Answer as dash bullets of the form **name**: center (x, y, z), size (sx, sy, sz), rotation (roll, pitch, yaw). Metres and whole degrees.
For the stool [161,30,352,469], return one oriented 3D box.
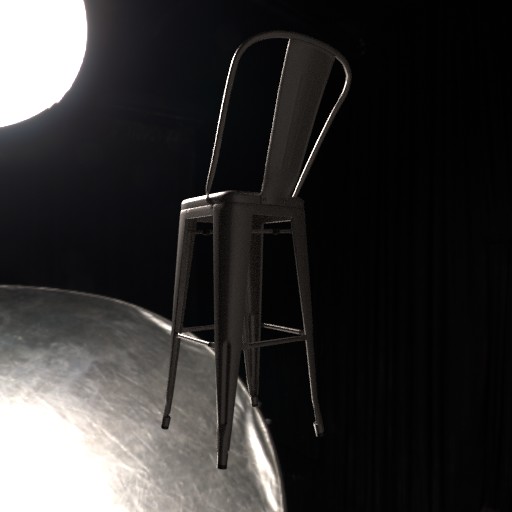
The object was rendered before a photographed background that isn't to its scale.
- **stool**: center (0.000, 0.000, 1.318), size (0.399, 1.096, 0.513), rotation (0, 0, -37)
